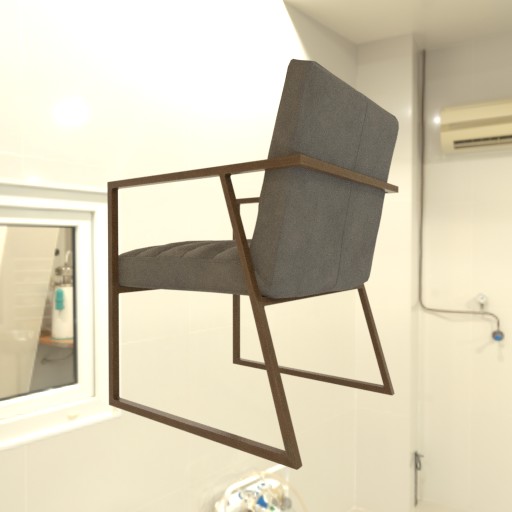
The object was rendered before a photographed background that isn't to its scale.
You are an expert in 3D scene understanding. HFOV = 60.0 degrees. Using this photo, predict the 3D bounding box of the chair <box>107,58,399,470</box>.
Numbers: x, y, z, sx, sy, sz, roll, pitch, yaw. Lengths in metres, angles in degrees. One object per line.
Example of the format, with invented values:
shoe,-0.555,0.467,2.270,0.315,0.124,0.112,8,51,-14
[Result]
chair,0.000,0.000,1.299,0.682,0.843,0.578,1,1,37
